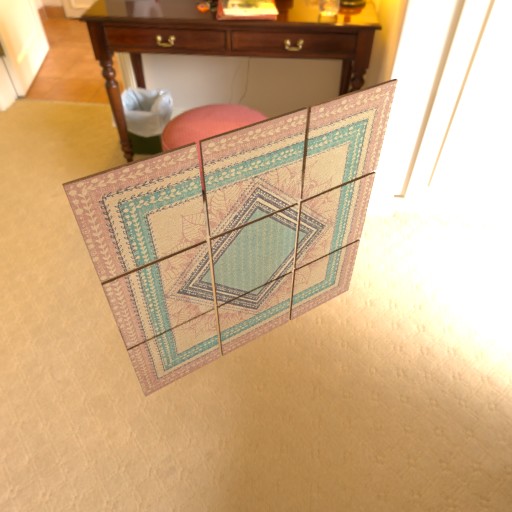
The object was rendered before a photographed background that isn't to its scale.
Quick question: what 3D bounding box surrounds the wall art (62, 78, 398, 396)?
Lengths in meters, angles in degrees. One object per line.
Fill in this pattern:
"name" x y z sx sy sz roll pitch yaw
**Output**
"wall art" 0.000 0.000 1.844 1.215 1.213 0.013 -24 51 -21
